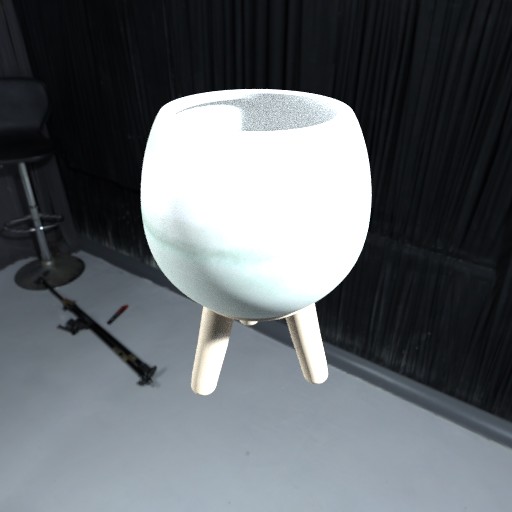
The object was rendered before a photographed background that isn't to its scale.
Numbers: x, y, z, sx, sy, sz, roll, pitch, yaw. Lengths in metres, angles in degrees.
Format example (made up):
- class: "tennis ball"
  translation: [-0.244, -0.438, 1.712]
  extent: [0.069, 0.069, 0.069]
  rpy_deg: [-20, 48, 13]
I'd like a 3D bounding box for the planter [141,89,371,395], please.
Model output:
- class: "planter"
  translation: [0.000, 0.000, 0.344]
  extent: [0.161, 0.224, 0.161]
  rpy_deg: [0, 31, 0]
